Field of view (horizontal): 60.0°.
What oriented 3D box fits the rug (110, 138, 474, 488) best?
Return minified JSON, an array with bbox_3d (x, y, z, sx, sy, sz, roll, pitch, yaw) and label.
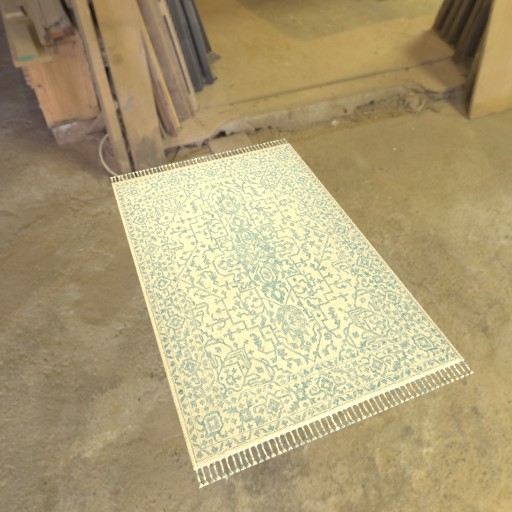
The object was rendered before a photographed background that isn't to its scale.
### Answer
[{"bbox_3d":[0.000,0.000,2.937,1.524,0.010,2.438,-16,49,-15],"label":"rug"}]
